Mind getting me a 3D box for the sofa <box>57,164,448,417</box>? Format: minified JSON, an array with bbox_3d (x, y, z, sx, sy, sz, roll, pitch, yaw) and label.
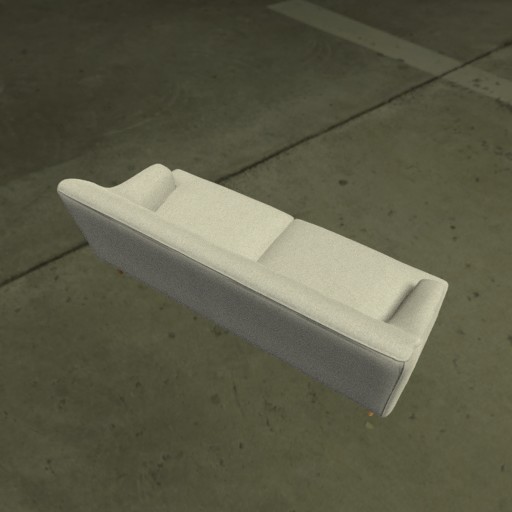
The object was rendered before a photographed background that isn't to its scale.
[{"bbox_3d":[0.000,0.000,2.602,2.057,0.871,0.978,25,52,22],"label":"sofa"}]
